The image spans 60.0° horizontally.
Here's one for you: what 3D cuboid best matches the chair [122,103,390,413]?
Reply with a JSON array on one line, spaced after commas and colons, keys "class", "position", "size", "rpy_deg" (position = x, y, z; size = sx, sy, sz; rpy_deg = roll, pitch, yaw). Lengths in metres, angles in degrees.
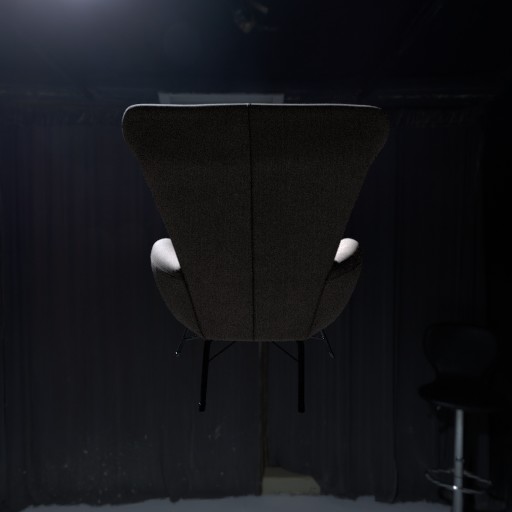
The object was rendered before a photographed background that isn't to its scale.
[{"class": "chair", "position": [0.000, 0.000, 1.796], "size": [0.980, 1.040, 0.900], "rpy_deg": [0, 1, 1]}]
